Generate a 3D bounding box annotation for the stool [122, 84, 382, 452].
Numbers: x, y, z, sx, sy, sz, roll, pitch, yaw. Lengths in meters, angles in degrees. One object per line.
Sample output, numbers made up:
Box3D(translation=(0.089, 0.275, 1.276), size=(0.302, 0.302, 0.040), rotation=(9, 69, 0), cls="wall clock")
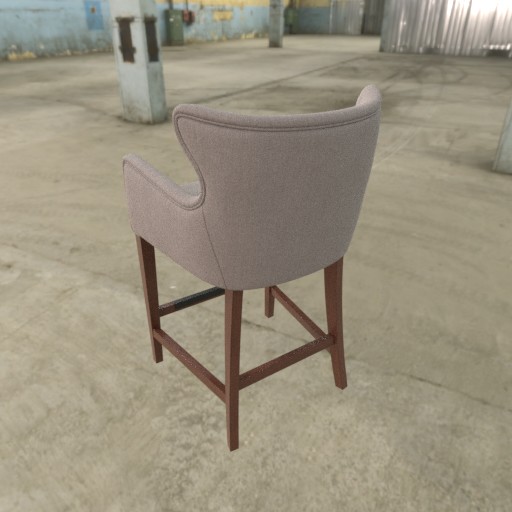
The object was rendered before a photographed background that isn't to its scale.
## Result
Box3D(translation=(0.000, 0.000, 1.319), size=(0.575, 0.951, 0.575), rotation=(-18, 33, -30), cls="stool")
